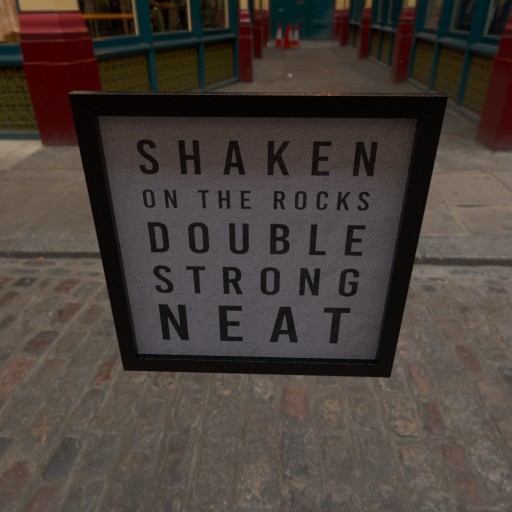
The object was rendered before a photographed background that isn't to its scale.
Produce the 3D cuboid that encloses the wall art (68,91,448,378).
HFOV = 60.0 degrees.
[{"bbox_3d":[0.000,0.000,0.499,0.349,0.349,0.014,1,30,2],"label":"wall art"}]
